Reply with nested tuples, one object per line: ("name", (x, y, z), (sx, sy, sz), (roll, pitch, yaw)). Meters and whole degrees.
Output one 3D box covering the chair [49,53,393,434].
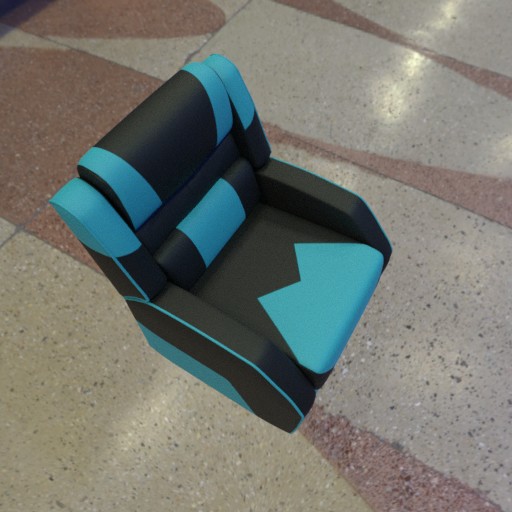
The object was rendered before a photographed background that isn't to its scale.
("chair", (0.000, 0.000, 1.280), (0.672, 0.805, 0.620), (27, 62, 16))
